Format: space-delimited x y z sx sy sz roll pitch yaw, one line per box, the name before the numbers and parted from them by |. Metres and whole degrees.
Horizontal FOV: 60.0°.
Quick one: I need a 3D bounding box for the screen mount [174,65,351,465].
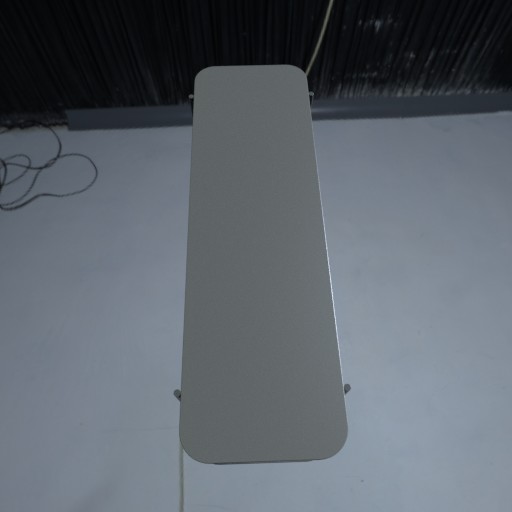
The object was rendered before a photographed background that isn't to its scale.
screen mount | 0.000 0.000 1.402 0.400 0.447 1.200 -2 63 -1
